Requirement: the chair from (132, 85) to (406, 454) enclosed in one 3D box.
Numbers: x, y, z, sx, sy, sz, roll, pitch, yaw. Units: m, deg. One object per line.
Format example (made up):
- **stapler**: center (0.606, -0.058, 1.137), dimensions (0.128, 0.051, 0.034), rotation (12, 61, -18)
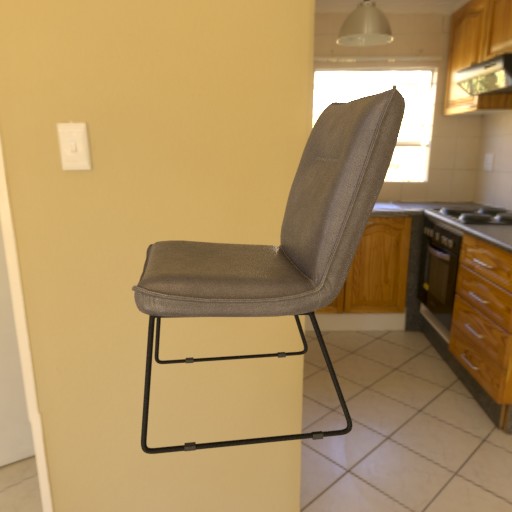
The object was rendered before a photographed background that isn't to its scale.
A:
- **chair**: center (0.000, 0.000, 1.340), dimensions (0.688, 0.932, 0.515), rotation (-2, 14, -8)
